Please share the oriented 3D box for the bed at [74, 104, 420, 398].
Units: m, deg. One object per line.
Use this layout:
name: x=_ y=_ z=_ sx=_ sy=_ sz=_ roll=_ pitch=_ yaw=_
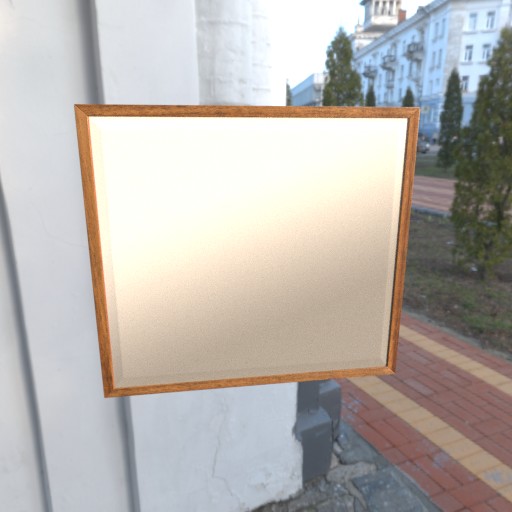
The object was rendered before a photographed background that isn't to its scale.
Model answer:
bed: x=0.000 y=0.000 z=1.465 sx=1.041 sy=0.940 sz=0.043 roll=-2 pitch=16 yaw=-8
